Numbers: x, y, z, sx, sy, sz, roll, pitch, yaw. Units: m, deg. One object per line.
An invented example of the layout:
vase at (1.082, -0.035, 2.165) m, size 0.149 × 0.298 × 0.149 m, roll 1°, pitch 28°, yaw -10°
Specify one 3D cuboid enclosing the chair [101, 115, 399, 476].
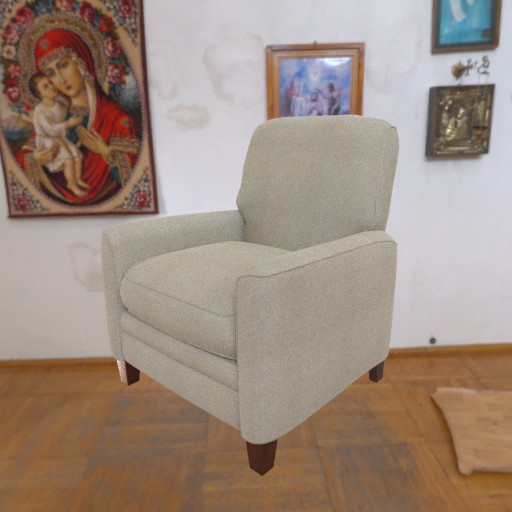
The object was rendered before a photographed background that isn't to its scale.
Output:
chair at (0.000, 0.000, 1.633) m, size 0.850 × 1.006 × 0.853 m, roll 14°, pitch 20°, yaw 41°
